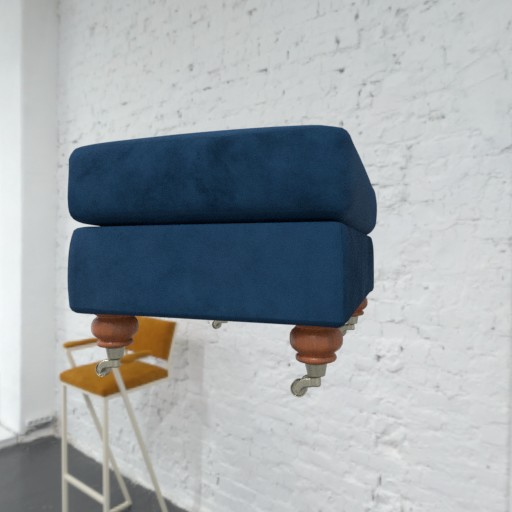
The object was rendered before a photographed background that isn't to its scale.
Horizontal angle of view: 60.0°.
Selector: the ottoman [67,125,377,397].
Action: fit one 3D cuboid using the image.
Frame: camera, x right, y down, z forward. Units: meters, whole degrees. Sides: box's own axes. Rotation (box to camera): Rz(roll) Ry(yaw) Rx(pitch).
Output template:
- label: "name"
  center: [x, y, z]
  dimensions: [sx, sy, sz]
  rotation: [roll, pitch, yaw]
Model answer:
- label: "ottoman"
  center: [0.000, 0.000, 1.141]
  dimensions: [0.572, 0.503, 0.773]
  rotation: [0, 1, 18]
